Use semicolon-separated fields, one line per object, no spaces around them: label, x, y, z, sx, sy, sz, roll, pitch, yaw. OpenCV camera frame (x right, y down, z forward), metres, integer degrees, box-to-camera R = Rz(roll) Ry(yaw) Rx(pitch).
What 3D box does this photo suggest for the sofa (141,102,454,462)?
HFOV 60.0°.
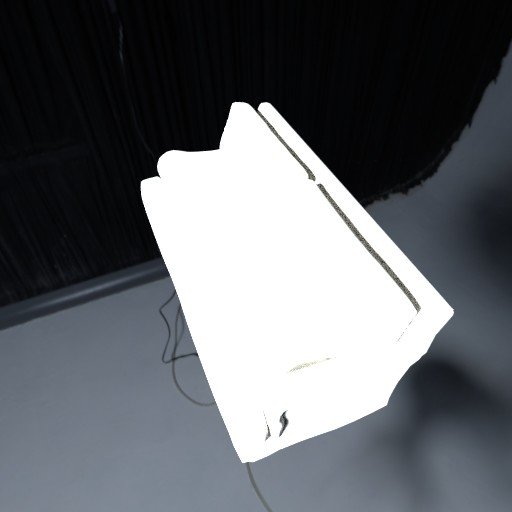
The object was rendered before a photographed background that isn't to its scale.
sofa;0.000;0.000;2.826;1.086;1.087;2.159;-17;49;-15
